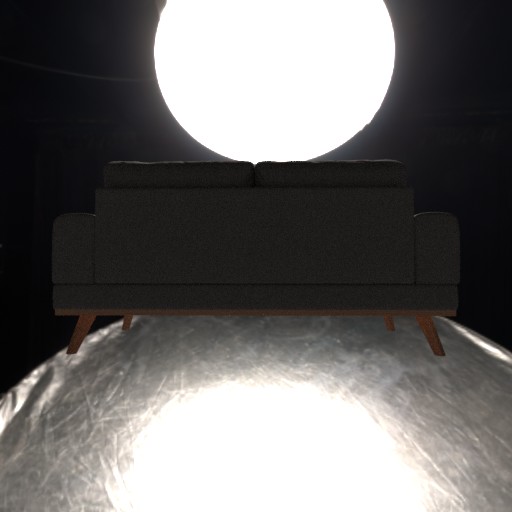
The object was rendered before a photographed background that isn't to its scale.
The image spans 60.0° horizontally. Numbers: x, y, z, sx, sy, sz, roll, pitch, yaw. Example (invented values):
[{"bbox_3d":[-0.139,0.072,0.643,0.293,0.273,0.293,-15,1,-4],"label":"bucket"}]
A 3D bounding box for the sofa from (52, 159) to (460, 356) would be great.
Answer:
[{"bbox_3d":[0.000,0.000,2.147,1.650,0.810,0.785,0,-2,1],"label":"sofa"}]
